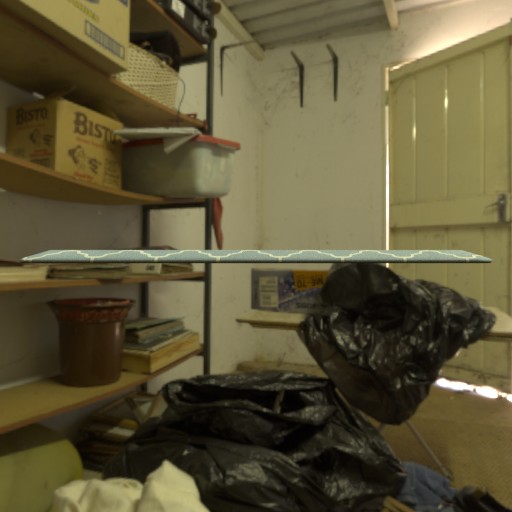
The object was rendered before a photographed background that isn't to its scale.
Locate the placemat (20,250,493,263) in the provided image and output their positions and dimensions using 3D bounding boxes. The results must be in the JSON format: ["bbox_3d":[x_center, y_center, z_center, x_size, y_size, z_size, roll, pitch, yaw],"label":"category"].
[{"bbox_3d":[0.000,0.000,0.938,0.762,0.021,0.508,0,0,0],"label":"placemat"}]
